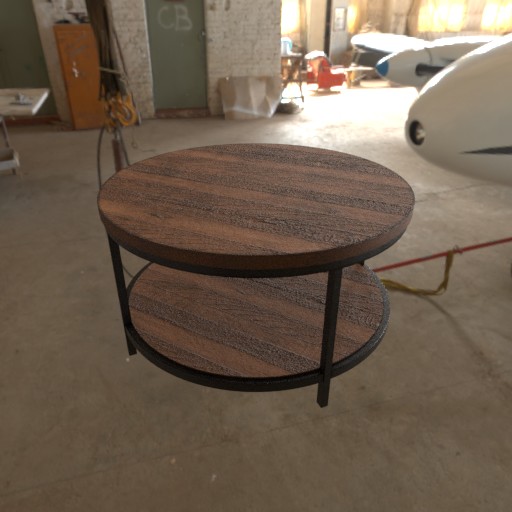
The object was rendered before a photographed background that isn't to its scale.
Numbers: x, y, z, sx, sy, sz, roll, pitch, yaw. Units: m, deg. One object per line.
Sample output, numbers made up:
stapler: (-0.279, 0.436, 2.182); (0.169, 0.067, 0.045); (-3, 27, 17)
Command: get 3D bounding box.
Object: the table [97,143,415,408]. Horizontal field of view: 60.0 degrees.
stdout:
table: (0.000, 0.000, 1.333); (0.837, 0.462, 0.837); (0, 29, 0)
